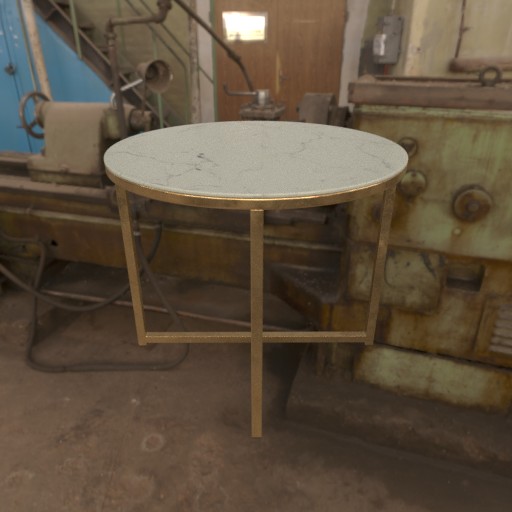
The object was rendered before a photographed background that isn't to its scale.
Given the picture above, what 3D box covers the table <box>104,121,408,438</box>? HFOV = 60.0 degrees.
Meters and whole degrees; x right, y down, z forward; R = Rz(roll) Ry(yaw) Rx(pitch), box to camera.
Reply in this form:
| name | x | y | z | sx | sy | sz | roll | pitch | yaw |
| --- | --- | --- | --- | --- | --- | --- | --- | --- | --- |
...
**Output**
| name | x | y | z | sx | sy | sz | roll | pitch | yaw |
| --- | --- | --- | --- | --- | --- | --- | --- | --- | --- |
| table | 0.000 | 0.000 | 0.855 | 0.500 | 0.420 | 0.500 | 0 | 27 | 0 |
